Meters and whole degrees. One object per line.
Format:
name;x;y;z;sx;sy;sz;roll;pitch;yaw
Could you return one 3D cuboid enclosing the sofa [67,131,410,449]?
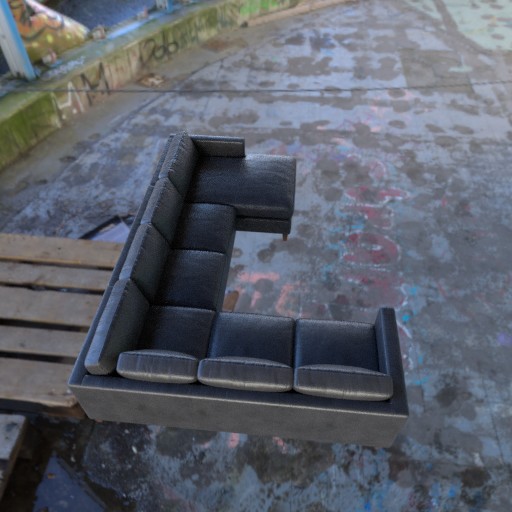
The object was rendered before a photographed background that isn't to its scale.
sofa;0.000;0.000;4.453;2.452;0.891;3.324;4;48;4
